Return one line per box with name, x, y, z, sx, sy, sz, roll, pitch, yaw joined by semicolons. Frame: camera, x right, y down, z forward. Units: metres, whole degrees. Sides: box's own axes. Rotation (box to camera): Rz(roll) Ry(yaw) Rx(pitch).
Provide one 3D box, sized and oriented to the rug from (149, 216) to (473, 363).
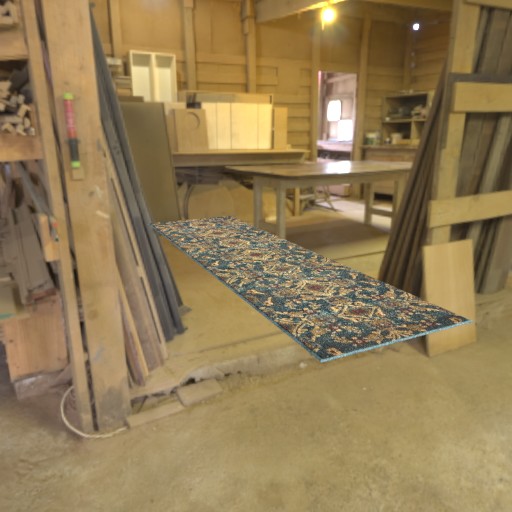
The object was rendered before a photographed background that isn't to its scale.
rug;0.000;0.000;2.499;0.685;0.014;2.292;-8;18;-25
